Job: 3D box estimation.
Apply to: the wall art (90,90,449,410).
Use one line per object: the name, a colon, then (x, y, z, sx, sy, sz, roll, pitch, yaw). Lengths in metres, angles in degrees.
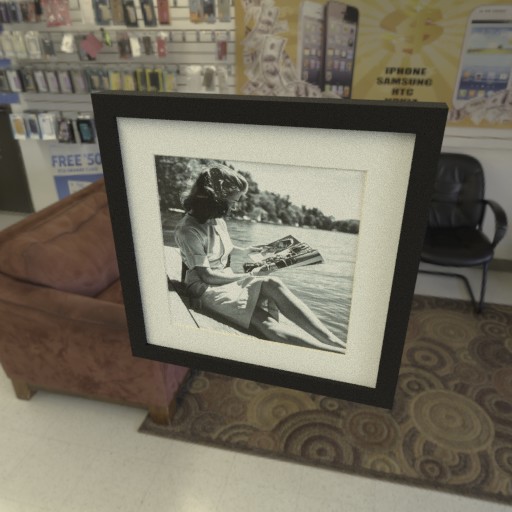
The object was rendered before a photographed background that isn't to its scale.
wall art: (0.000, 0.000, 0.450, 0.308, 0.305, 0.030, 8, 28, 15)
